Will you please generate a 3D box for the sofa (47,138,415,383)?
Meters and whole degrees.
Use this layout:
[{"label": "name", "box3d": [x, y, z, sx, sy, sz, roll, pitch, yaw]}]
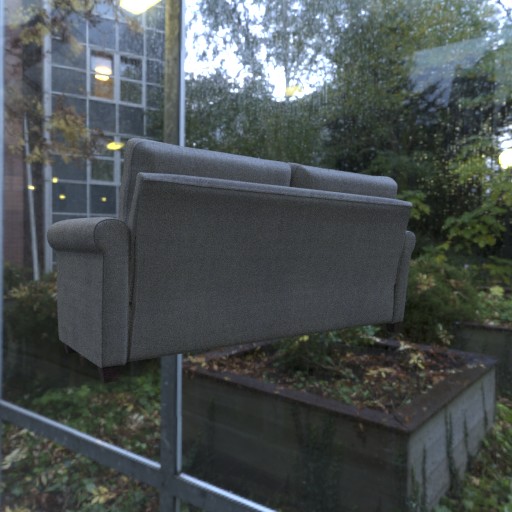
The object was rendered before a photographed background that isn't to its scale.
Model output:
[{"label": "sofa", "box3d": [0.000, 0.000, 2.408, 1.935, 0.942, 0.842, 0, 1, -36]}]
